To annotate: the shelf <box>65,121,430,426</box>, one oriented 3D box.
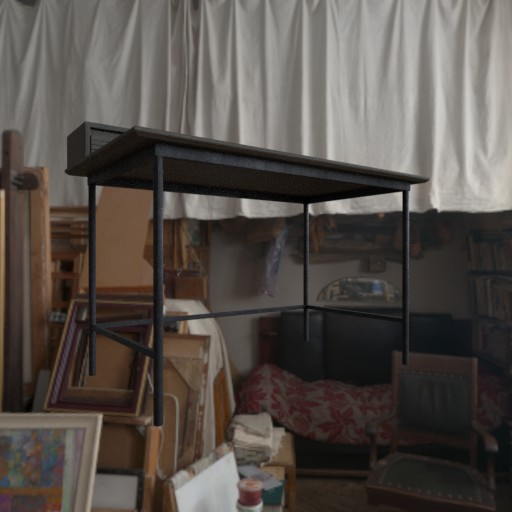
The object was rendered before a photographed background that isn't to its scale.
[{"bbox_3d":[0.000,0.000,1.684,1.212,0.865,0.685,0,0,-36],"label":"shelf"}]
